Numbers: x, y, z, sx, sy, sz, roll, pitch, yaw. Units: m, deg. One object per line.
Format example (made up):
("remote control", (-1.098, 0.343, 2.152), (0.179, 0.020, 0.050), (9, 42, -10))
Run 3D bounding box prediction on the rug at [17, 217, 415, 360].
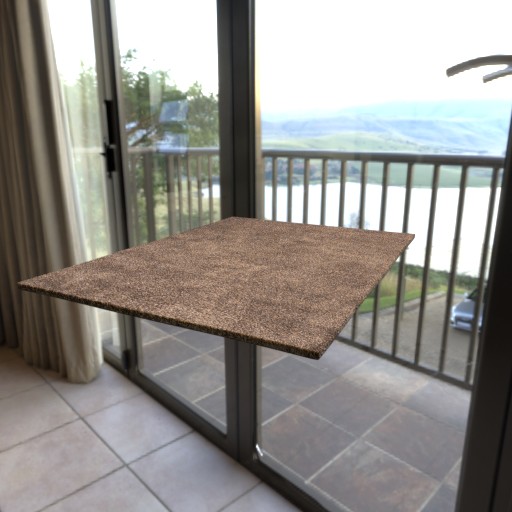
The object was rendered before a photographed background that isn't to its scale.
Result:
("rug", (0.000, 0.000, 2.084), (1.198, 0.025, 1.601), (8, 17, 26))
